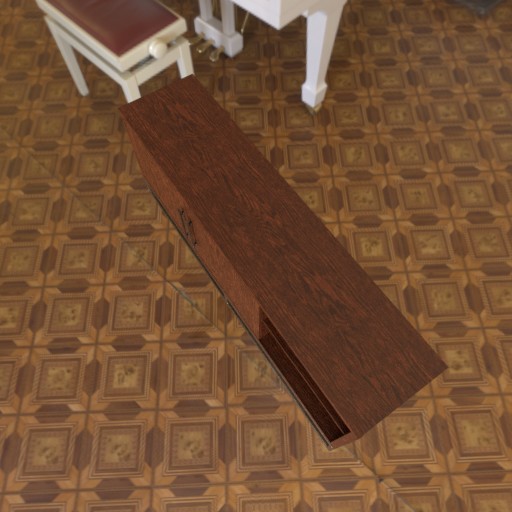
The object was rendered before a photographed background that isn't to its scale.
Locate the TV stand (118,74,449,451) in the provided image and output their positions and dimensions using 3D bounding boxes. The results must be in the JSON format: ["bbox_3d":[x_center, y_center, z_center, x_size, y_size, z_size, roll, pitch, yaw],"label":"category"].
[{"bbox_3d":[0.000,0.000,1.851,0.382,0.578,1.541,-31,67,-15],"label":"TV stand"}]
